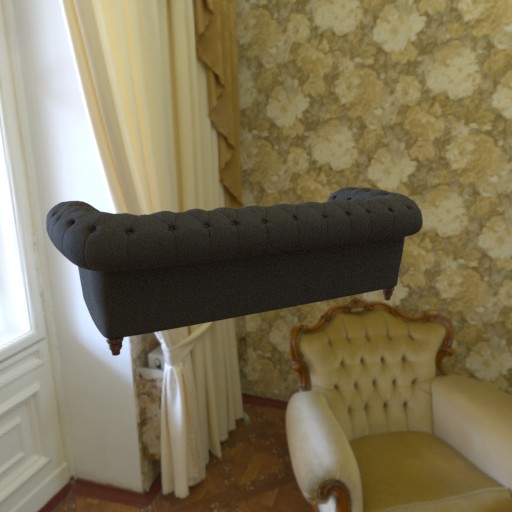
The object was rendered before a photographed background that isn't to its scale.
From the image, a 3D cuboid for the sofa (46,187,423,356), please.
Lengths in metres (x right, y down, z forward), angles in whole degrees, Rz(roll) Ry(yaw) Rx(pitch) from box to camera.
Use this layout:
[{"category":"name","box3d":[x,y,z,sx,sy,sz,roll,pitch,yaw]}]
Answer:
[{"category":"sofa","box3d":[0.000,0.000,2.834,2.362,0.762,0.991,-7,15,-26]}]
